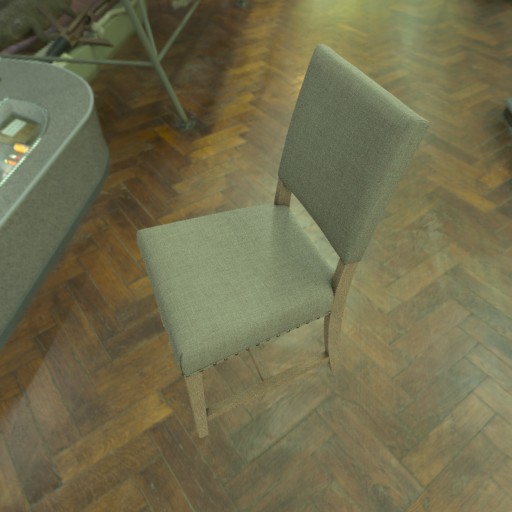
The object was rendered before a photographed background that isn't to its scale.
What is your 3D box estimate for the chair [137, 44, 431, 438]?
[{"bbox_3d":[0.000,0.000,1.314,0.622,0.986,0.508,-17,49,-15],"label":"chair"}]
